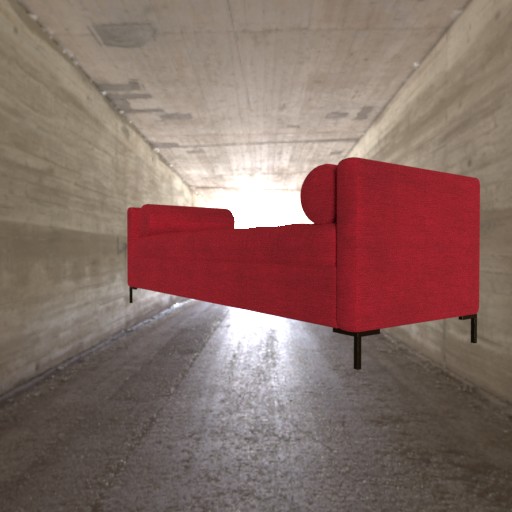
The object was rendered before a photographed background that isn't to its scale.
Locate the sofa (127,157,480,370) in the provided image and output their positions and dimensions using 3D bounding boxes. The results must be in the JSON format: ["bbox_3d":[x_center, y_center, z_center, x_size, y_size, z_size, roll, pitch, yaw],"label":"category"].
[{"bbox_3d":[0.000,0.000,2.282,0.686,0.635,1.981,-1,1,-35],"label":"sofa"}]
